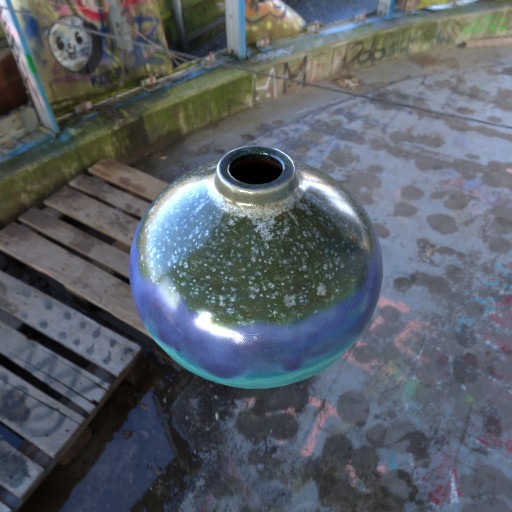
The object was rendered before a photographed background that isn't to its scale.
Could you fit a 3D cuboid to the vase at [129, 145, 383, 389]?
[{"bbox_3d":[0.000,0.000,0.273,0.154,0.133,0.154,0,47,0],"label":"vase"}]
